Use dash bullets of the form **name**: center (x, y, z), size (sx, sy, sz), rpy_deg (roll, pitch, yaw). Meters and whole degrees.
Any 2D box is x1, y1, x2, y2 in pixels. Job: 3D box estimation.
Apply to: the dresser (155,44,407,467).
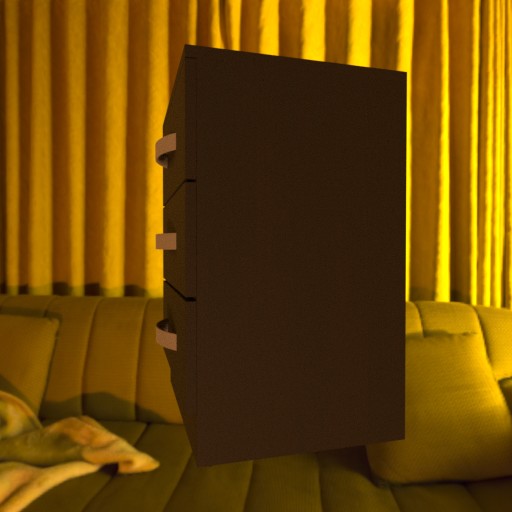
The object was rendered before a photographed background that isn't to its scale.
- **dresser**: center (0.000, 0.000, 0.816), size (0.360, 0.560, 0.400), rpy_deg (0, 1, -16)
